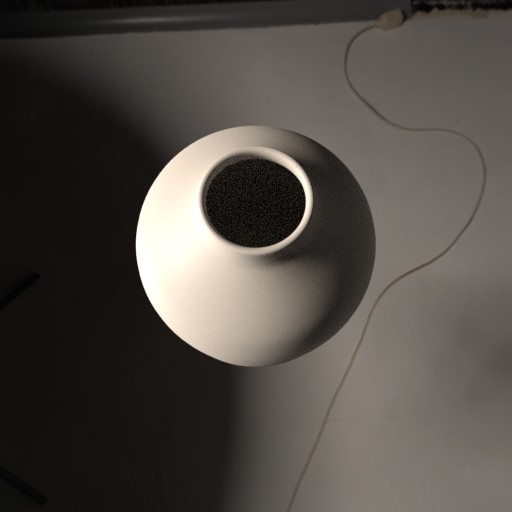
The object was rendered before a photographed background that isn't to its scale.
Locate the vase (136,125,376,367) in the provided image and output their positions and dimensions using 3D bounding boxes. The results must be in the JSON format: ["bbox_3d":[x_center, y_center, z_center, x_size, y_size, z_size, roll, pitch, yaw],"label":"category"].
[{"bbox_3d":[0.000,0.000,0.351,0.169,0.237,0.169,0,75,0],"label":"vase"}]
